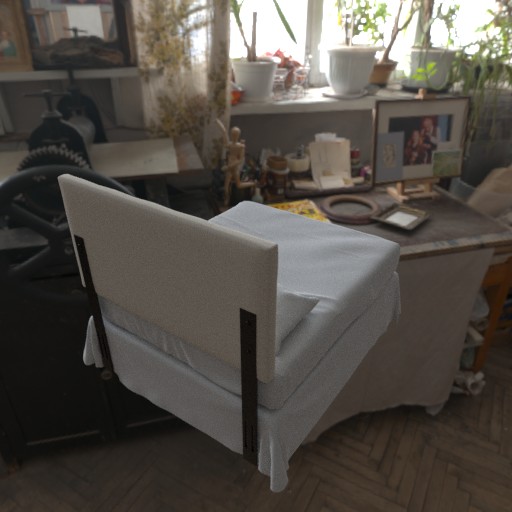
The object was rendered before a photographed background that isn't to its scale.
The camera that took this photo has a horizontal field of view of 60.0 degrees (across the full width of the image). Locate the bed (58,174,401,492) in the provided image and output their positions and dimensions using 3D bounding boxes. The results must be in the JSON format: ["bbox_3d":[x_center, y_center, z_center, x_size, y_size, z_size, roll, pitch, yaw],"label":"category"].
[{"bbox_3d":[0.000,0.000,3.479,1.936,1.577,2.222,20,35,30],"label":"bed"}]
